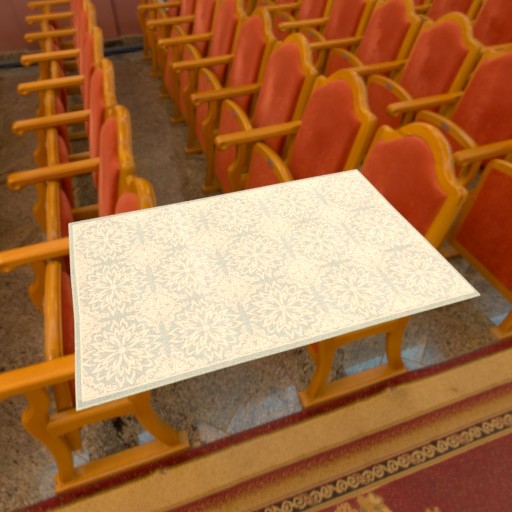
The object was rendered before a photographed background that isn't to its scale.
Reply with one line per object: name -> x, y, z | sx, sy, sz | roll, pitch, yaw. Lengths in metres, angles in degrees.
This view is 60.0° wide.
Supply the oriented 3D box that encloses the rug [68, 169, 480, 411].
rug -> 0.000, 0.000, 2.314 | 1.840, 0.012, 1.219 | -13, 43, -14
